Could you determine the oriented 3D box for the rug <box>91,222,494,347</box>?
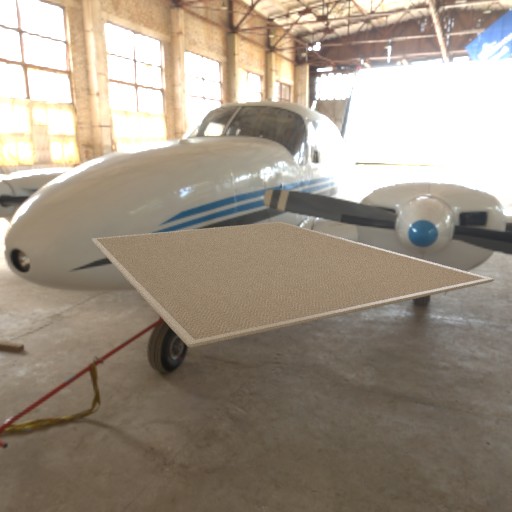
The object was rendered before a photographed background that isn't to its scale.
[{"bbox_3d":[0.000,0.000,4.043,2.407,0.020,3.051,-7,15,-28],"label":"rug"}]
